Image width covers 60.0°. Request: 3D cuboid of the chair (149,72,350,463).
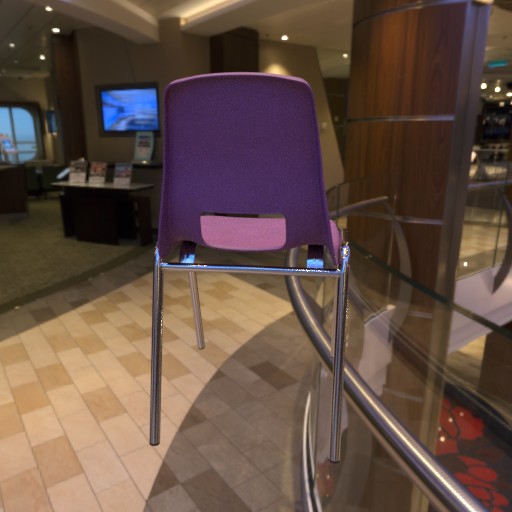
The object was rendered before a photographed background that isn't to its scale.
[{"bbox_3d":[0.000,0.000,0.914,0.381,0.654,0.432,2,15,8],"label":"chair"}]
